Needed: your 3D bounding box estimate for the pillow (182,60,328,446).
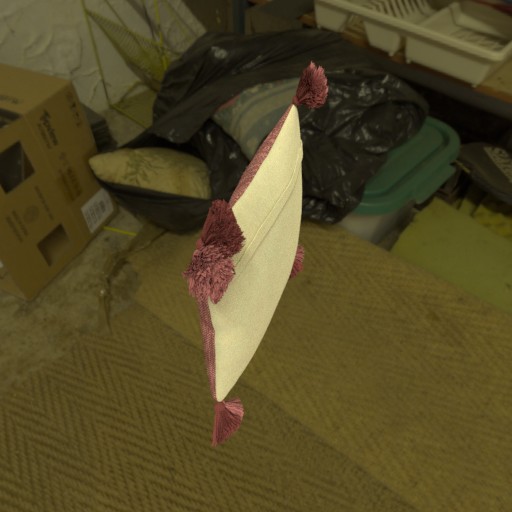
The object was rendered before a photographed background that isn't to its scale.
[{"bbox_3d":[0.000,0.000,0.962,0.138,0.659,0.641,16,49,14],"label":"pillow"}]
